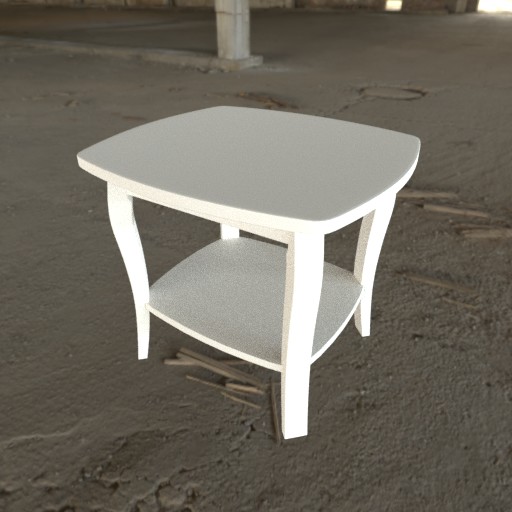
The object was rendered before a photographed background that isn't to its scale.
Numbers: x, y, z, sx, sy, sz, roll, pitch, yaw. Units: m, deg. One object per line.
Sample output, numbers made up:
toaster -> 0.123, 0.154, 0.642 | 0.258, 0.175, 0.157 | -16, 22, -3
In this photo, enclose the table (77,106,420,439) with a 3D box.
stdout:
table -> 0.000, 0.000, 0.857 | 0.502, 0.438, 0.451 | 19, 36, 27
